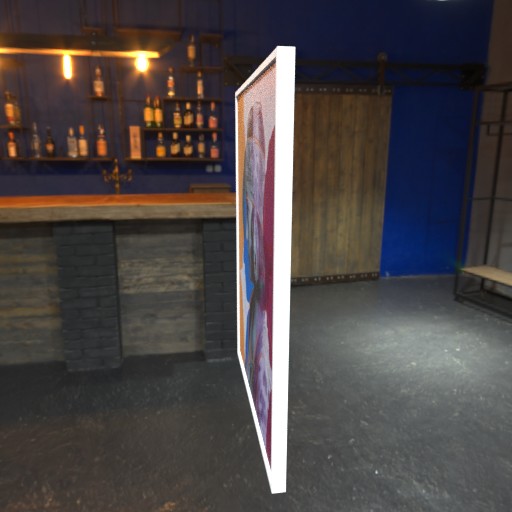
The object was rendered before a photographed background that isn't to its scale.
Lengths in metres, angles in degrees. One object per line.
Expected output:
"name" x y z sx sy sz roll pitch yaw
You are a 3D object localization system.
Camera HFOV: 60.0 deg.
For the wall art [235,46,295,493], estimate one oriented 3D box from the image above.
"wall art" 0.000 0.000 1.386 0.039 1.050 0.795 -2 14 -8
